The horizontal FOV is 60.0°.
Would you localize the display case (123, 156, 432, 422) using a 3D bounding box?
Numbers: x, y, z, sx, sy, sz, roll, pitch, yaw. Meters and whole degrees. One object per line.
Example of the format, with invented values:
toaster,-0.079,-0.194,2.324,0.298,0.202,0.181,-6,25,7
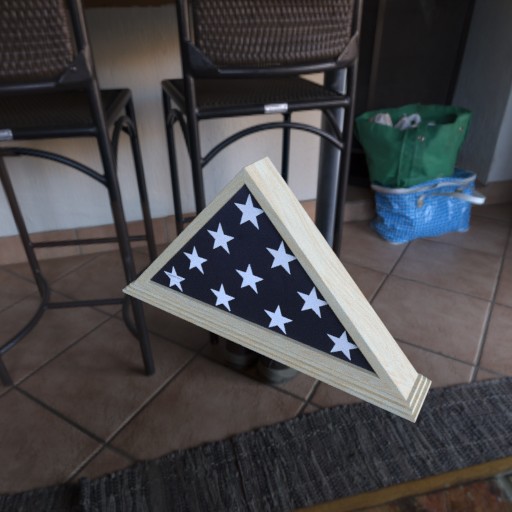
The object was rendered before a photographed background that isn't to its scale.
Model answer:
display case,0.000,0.000,0.776,0.640,0.340,0.095,18,35,28
